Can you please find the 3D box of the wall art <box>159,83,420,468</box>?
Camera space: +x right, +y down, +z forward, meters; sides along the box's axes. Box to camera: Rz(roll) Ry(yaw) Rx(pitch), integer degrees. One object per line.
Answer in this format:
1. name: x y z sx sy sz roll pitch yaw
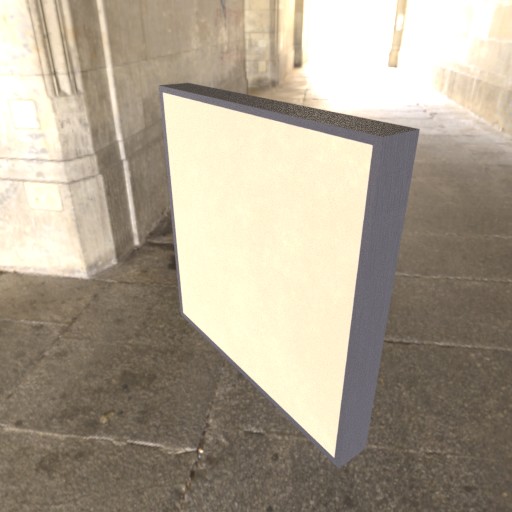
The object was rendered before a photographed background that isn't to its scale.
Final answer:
1. wall art: 0.000 0.000 0.451 0.036 0.300 0.302 -19 33 -32
